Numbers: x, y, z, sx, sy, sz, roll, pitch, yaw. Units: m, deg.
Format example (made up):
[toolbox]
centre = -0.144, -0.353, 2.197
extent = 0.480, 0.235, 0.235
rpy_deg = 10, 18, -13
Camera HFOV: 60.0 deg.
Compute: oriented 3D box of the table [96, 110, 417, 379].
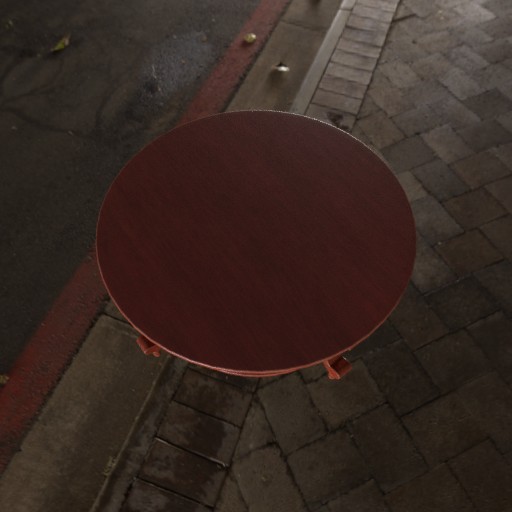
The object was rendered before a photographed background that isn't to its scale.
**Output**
[table]
centre = 0.000, 0.000, 1.641
extent = 1.029, 0.486, 1.029
rpy_deg = 0, 58, 0
